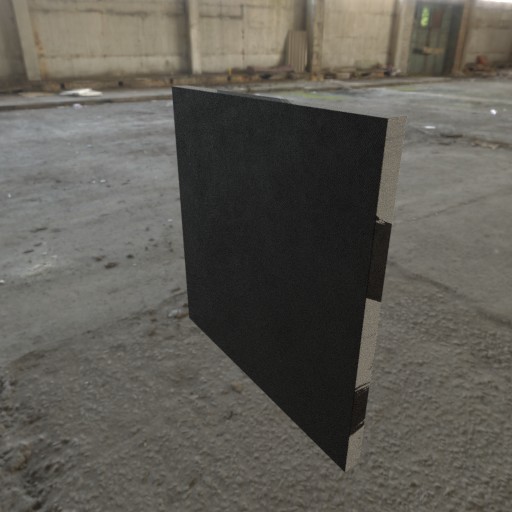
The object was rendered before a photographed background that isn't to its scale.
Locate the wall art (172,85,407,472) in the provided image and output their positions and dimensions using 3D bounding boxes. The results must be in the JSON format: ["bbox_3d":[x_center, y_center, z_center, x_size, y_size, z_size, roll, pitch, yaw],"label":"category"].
[{"bbox_3d":[0.000,0.000,1.126,0.046,0.765,0.765,-16,30,-31],"label":"wall art"}]
